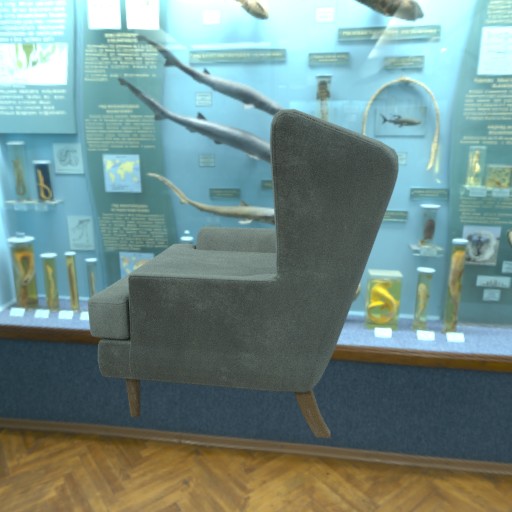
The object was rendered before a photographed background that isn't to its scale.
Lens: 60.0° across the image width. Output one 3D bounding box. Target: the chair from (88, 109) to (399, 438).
[{"bbox_3d":[0.000,0.000,1.590,0.906,0.950,0.784,2,15,9],"label":"chair"}]
